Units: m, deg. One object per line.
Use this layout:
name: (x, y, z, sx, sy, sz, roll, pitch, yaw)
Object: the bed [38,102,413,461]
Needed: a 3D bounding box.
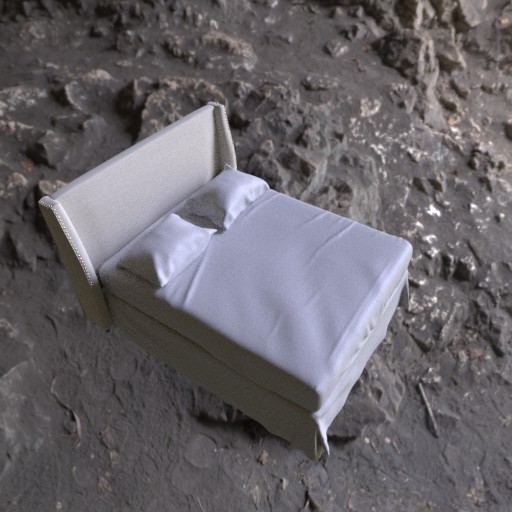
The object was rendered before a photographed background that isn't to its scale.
bed: (0.000, 0.000, 3.511, 2.276, 1.332, 1.925, 25, 48, 24)
